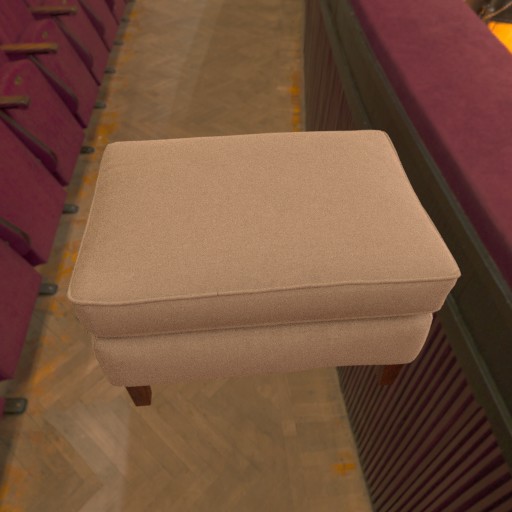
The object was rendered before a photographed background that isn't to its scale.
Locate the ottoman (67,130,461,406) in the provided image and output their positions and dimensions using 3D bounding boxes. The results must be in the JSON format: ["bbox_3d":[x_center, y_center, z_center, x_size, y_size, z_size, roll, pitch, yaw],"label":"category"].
[{"bbox_3d":[0.000,0.000,0.987,0.665,0.456,0.501,-4,47,-3],"label":"ottoman"}]
